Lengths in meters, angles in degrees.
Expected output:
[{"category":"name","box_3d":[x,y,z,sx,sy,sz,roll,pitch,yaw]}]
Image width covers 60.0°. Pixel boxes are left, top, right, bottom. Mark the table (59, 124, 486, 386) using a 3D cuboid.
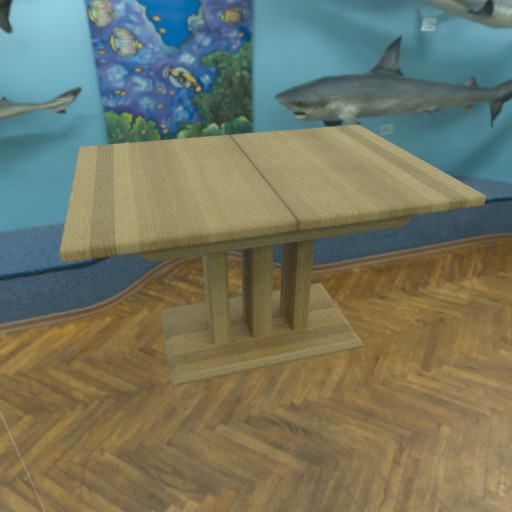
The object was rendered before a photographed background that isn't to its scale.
[{"category":"table","box_3d":[0.000,0.000,1.848,1.300,0.770,0.900,-8,32,-13]}]
